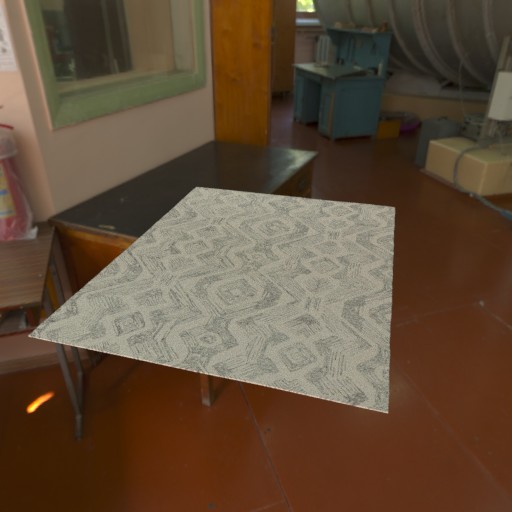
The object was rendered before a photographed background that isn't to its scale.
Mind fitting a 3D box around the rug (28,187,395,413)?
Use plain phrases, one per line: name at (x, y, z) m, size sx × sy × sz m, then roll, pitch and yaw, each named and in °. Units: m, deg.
rug at (0.000, 0.000, 4.064) m, size 2.430 × 0.030 × 3.054 m, roll 8°, pitch 30°, yaw 14°
